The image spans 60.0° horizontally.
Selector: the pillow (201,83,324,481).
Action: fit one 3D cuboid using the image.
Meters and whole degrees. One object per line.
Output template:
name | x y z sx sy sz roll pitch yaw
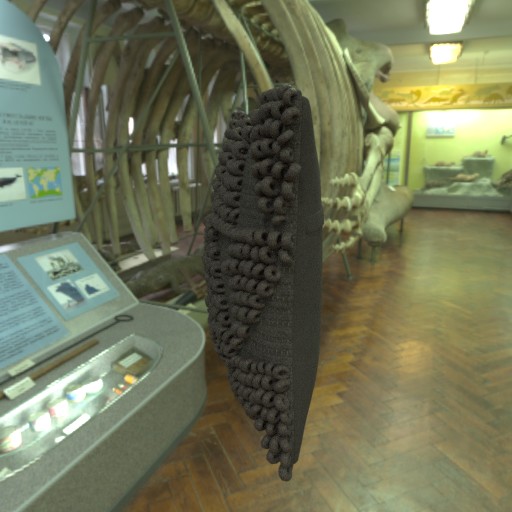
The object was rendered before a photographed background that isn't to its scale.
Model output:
pillow | 0.000 0.000 0.708 0.172 0.467 0.470 -2 14 -8
